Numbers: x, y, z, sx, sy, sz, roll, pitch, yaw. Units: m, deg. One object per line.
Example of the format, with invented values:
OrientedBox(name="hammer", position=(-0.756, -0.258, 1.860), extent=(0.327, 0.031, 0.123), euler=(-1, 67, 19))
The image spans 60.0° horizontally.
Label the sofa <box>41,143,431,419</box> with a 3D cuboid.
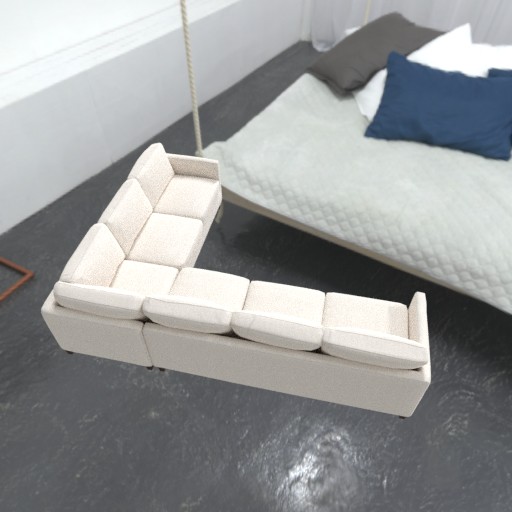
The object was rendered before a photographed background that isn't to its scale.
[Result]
OrientedBox(name="sofa", position=(0.000, 0.000, 4.607), extent=(3.302, 0.947, 2.593), euler=(9, 47, 8))
